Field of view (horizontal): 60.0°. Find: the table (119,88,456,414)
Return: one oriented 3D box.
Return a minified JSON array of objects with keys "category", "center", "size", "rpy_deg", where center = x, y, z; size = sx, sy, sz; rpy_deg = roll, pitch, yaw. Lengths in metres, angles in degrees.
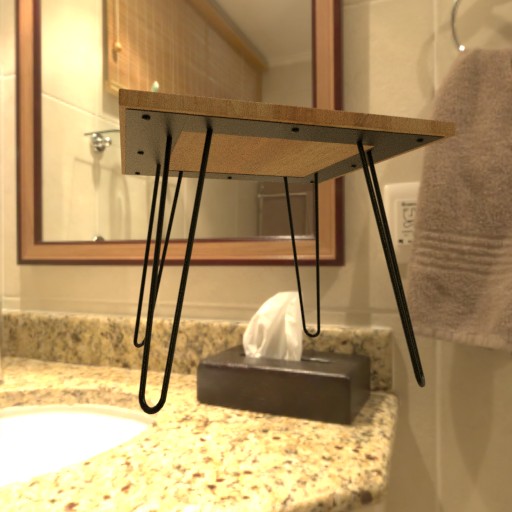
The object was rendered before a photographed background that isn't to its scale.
[{"category":"table","center":[0.000,0.000,1.026],"size":[0.599,0.500,0.599],"rpy_deg":[0,0,-16]}]
